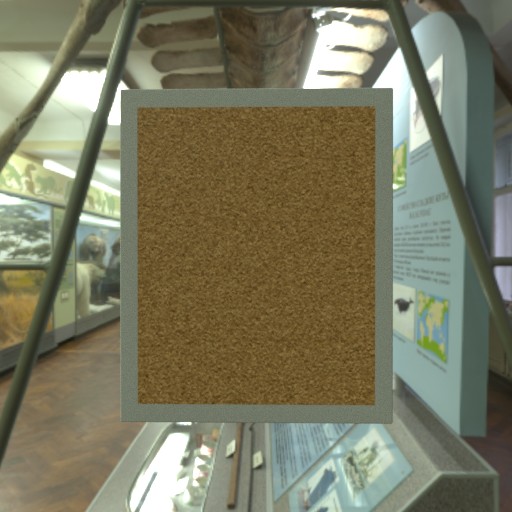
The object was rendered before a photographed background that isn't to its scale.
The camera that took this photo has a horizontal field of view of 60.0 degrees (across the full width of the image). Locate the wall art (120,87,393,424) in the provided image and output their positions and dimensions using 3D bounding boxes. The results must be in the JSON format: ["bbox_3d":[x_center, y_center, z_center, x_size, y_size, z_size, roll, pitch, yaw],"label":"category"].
[{"bbox_3d":[0.000,0.000,0.750,0.454,0.556,0.028,0,0,1],"label":"wall art"}]
